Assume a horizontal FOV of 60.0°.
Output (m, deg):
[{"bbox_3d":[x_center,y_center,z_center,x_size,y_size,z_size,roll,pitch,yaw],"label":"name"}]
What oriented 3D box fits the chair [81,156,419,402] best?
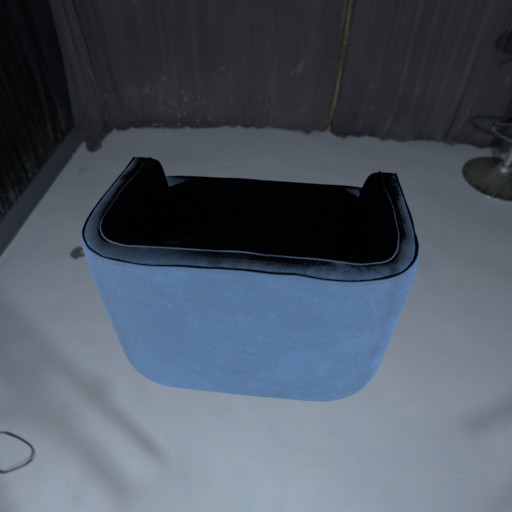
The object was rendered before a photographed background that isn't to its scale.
[{"bbox_3d":[0.000,0.000,1.807,1.094,0.852,0.940,4,47,4],"label":"chair"}]
